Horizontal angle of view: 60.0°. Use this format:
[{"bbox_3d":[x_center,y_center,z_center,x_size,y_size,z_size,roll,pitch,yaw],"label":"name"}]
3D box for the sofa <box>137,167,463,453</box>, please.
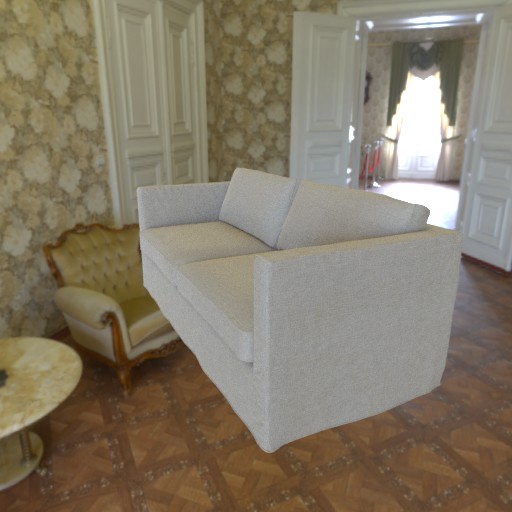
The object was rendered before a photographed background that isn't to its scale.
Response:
[{"bbox_3d":[0.000,0.000,2.519,0.956,0.847,1.987,-8,19,-25],"label":"sofa"}]
